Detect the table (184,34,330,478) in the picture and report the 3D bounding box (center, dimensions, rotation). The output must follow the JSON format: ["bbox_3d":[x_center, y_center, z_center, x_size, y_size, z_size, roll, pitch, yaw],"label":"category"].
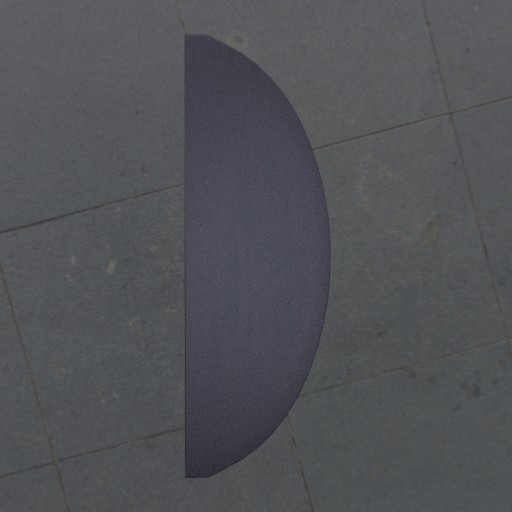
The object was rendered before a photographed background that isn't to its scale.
[{"bbox_3d":[0.000,0.000,1.543,0.394,0.692,1.198,0,91,-1],"label":"table"}]
